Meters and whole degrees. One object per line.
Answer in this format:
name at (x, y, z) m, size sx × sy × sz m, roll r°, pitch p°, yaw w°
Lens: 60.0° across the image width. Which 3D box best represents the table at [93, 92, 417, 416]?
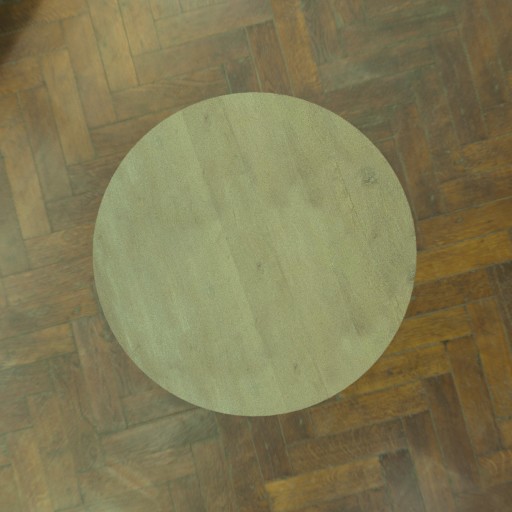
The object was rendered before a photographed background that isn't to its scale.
table at (0.000, 0.000, 1.482) m, size 0.800 × 0.780 × 0.800 m, roll 0°, pitch 89°, yaw 1°
